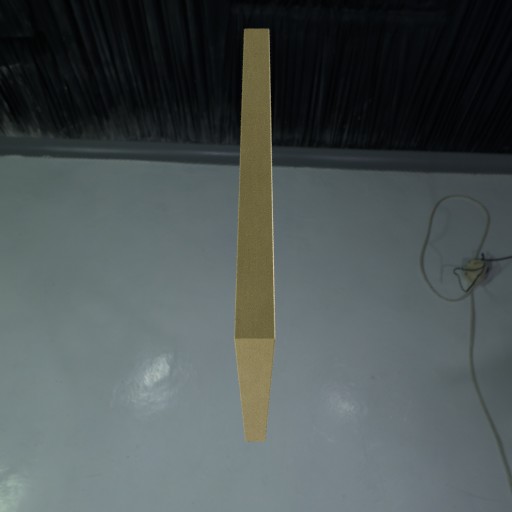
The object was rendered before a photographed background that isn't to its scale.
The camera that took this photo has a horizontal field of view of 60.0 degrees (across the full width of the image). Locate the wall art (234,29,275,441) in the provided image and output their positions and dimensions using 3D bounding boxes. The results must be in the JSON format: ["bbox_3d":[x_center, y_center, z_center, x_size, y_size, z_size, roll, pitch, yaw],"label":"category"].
[{"bbox_3d":[0.000,0.000,0.760,0.038,0.508,0.508,0,57,0],"label":"wall art"}]
